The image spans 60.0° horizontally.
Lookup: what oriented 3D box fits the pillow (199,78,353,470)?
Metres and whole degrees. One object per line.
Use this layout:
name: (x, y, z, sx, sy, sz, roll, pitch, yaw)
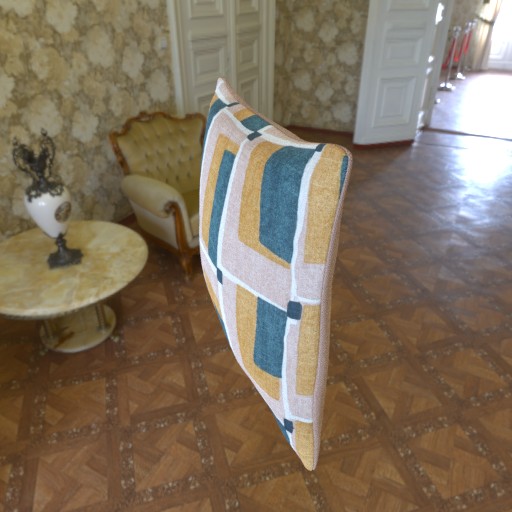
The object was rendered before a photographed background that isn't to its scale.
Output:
pillow: (0.000, 0.000, 0.717, 0.158, 0.479, 0.478, -9, 31, -16)
